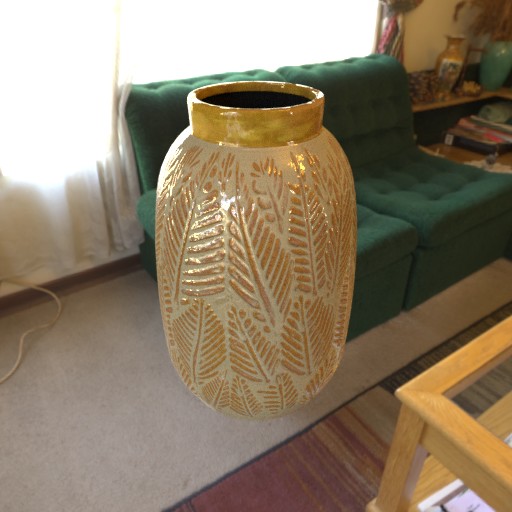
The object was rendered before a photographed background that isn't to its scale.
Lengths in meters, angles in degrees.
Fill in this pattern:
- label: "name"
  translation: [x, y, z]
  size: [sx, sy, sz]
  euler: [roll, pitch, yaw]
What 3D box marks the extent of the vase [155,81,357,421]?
- label: "vase"
  translation: [0.000, 0.000, 0.384]
  size: [0.172, 0.270, 0.172]
  euler: [0, 32, 0]
